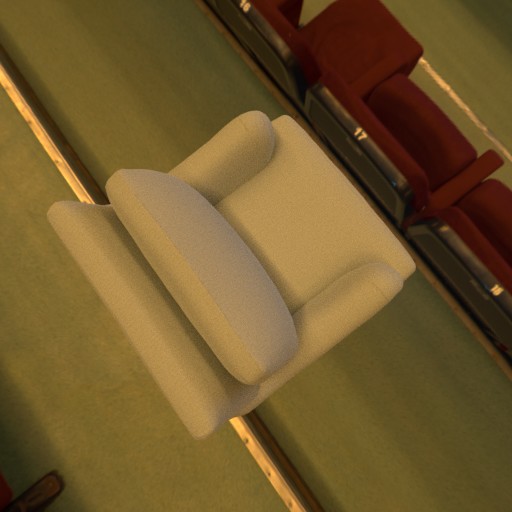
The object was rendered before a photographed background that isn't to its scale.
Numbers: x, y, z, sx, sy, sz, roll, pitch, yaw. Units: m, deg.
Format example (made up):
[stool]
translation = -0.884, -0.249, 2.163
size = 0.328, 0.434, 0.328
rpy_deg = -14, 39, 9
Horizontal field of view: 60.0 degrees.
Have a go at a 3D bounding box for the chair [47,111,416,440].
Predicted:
[chair]
translation = 0.000, 0.000, 1.866
size = 1.070, 1.038, 0.955
rpy_deg = -36, 79, -8
